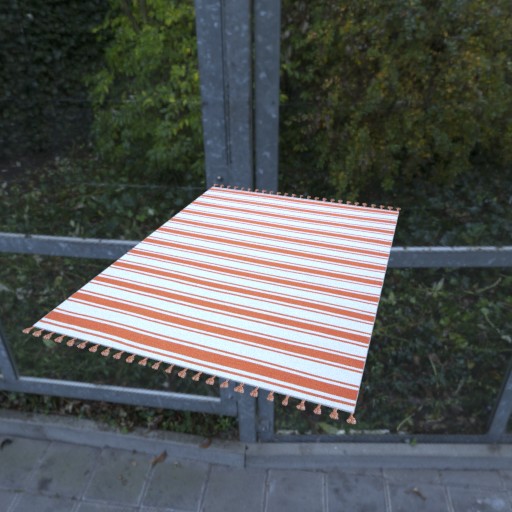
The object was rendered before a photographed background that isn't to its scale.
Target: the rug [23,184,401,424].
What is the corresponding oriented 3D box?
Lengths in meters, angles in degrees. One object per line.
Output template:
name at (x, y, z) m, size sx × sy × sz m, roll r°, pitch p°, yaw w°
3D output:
rug at (0.000, 0.000, 4.287) m, size 2.451 × 0.035 × 3.369 m, roll 10°, pitch 31°, yaw 18°
